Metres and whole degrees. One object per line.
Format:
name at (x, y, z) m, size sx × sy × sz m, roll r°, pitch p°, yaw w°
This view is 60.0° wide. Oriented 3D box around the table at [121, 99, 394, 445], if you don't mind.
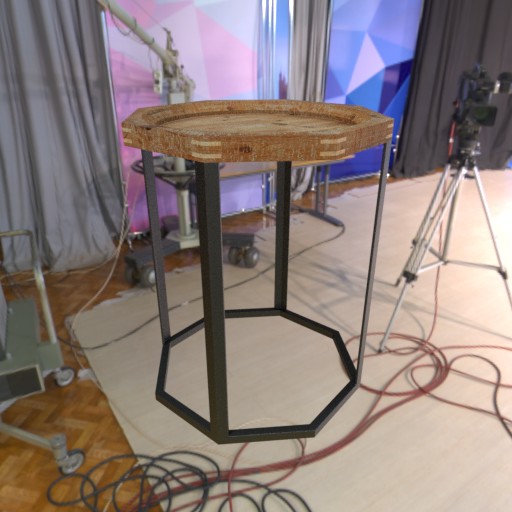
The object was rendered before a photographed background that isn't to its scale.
table at (0.000, 0.000, 0.878) m, size 0.458 × 0.543 × 0.458 m, roll 8°, pitch 26°, yaw 15°
